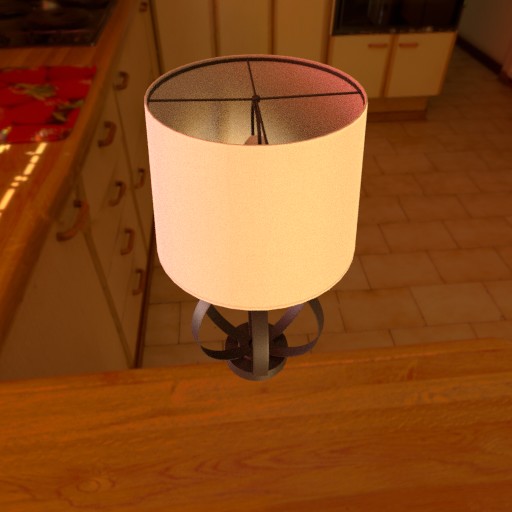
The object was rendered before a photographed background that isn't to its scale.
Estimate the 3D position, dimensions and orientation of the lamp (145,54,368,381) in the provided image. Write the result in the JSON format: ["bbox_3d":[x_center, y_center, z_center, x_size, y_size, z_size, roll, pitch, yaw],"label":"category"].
[{"bbox_3d":[0.000,0.000,0.680,0.286,0.510,0.286,0,43,0],"label":"lamp"}]
